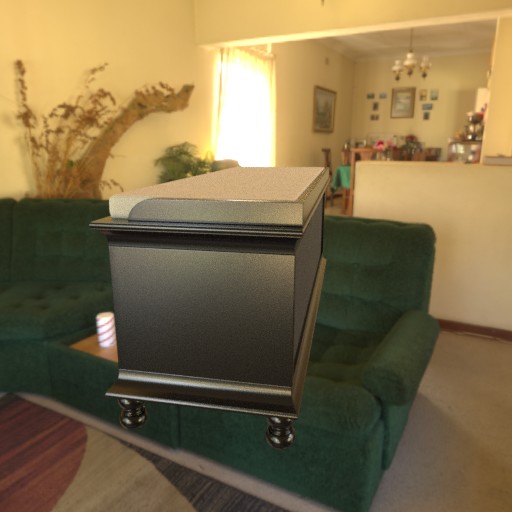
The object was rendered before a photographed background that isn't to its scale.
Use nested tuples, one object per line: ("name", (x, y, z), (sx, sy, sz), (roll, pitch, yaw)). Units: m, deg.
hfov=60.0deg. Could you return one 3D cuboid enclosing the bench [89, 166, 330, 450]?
("bench", (0.000, 0.000, 1.406), (0.402, 0.501, 1.185), (3, 15, 11))
